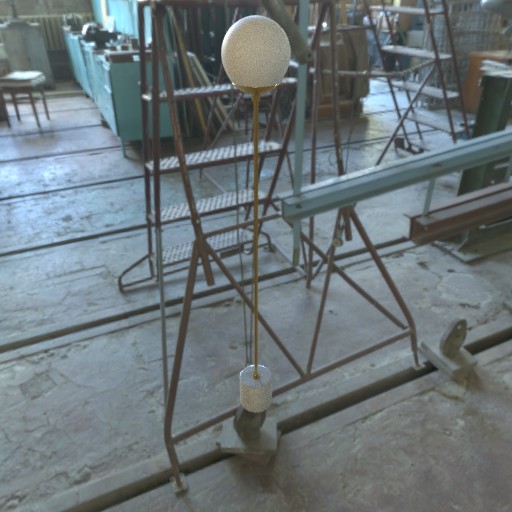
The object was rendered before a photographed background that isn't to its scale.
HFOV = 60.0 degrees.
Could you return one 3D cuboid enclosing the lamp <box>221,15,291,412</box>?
[{"bbox_3d":[0.000,0.000,1.834,0.224,1.753,0.224,11,33,16],"label":"lamp"}]
